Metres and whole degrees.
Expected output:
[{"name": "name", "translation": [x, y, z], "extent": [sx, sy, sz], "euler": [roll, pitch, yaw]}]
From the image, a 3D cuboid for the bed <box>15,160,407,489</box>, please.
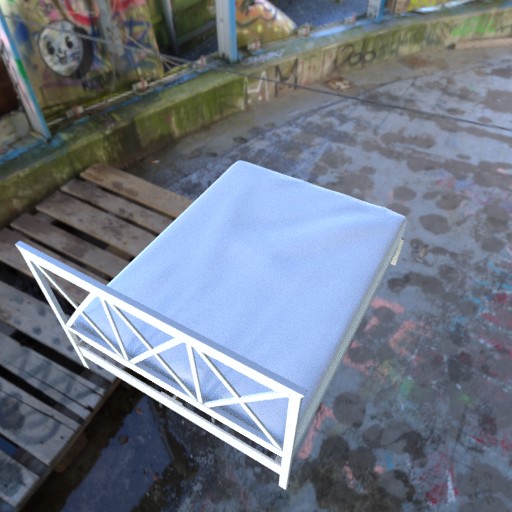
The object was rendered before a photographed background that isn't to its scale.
[{"name": "bed", "translation": [0.000, 0.000, 3.114], "extent": [1.673, 1.253, 2.135], "euler": [23, 51, 20]}]
